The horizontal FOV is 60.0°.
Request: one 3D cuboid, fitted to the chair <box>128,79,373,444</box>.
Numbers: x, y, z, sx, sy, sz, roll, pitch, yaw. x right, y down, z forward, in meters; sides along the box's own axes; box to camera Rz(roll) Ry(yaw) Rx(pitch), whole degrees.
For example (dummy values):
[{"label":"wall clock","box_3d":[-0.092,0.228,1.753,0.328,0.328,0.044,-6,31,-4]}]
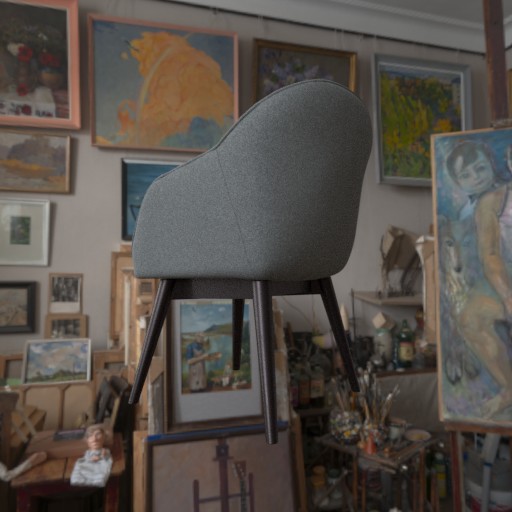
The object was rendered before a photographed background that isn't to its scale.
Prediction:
[{"label":"chair","box_3d":[0.000,0.000,1.269,0.611,0.810,0.589,-1,-1,35]}]
